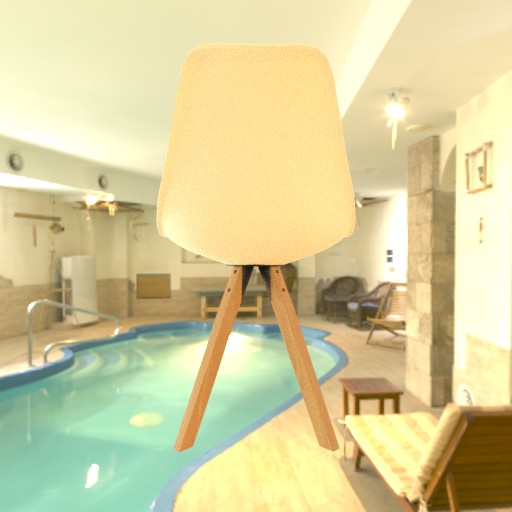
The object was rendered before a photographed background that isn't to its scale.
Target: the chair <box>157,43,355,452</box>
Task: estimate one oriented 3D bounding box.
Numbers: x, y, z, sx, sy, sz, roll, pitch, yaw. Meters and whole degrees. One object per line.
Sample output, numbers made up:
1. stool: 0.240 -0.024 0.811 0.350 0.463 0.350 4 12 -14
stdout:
1. chair: 0.000 0.000 1.141 0.485 0.849 0.550 0 1 -1
